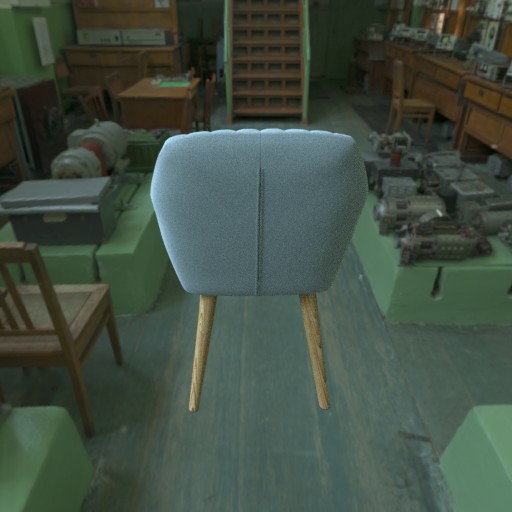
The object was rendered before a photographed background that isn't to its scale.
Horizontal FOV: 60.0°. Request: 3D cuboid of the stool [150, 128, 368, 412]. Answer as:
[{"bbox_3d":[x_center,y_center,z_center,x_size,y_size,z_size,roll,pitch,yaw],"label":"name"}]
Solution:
[{"bbox_3d":[0.000,0.000,1.224,0.503,0.830,0.590,-1,30,-1],"label":"stool"}]
